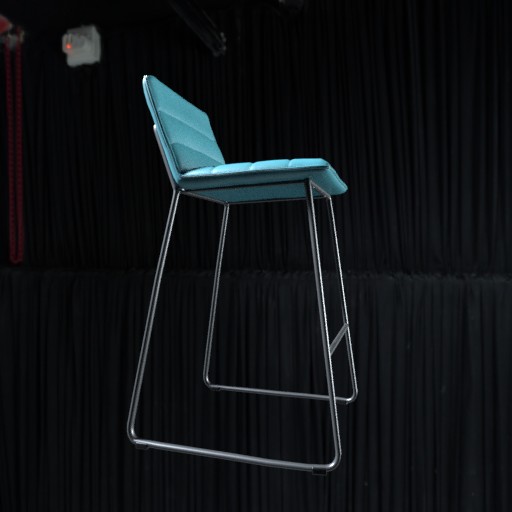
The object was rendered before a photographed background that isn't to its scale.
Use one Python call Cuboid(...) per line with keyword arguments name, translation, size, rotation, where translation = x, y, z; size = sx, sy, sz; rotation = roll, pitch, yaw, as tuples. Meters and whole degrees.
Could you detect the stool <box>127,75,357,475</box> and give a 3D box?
Cuboid(name="stool", translation=(0.000, 0.000, 1.239), size=(0.524, 0.936, 0.489), rotation=(0, 1, 17))
